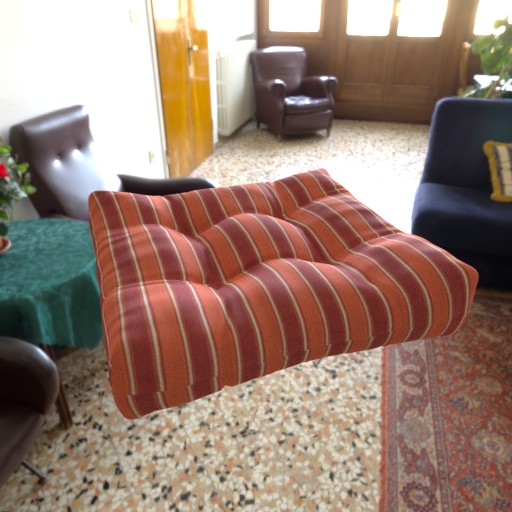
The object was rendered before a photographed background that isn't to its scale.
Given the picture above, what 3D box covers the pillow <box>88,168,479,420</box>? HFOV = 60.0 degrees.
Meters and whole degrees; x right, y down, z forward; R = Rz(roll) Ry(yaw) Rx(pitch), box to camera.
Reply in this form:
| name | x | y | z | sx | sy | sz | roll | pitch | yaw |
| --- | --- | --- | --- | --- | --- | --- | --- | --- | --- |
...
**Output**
| name | x | y | z | sx | sy | sz | roll | pitch | yaw |
| --- | --- | --- | --- | --- | --- | --- | --- | --- | --- |
| pillow | 0.000 | 0.000 | 0.712 | 0.490 | 0.133 | 0.468 | -11 | 32 | -18 |
